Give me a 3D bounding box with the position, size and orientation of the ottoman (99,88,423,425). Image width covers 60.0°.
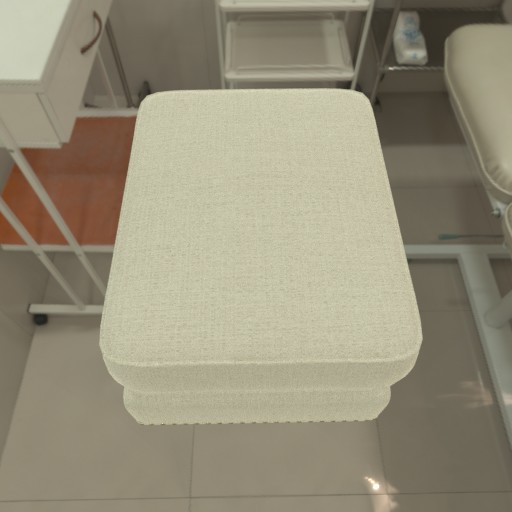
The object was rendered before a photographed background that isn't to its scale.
[{"bbox_3d":[0.000,0.000,1.104,0.589,0.537,0.738,-1,59,-1],"label":"ottoman"}]
